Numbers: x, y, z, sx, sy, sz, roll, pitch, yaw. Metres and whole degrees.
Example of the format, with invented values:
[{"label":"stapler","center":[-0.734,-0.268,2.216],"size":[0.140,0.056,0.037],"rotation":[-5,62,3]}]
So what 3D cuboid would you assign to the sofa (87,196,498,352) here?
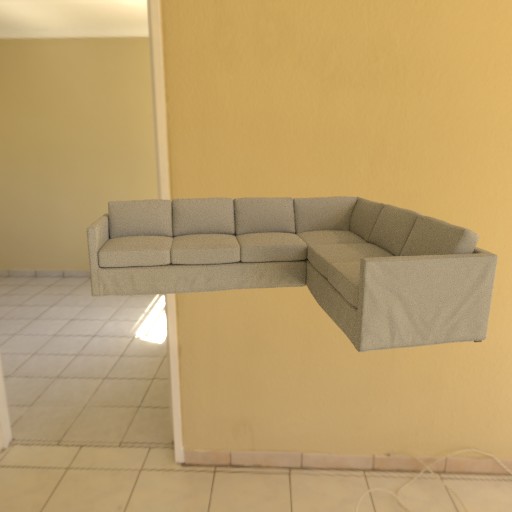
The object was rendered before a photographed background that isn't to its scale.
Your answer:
[{"label":"sofa","center":[0.000,0.000,4.176],"size":[3.182,0.871,2.432],"rotation":[-2,14,-8]}]
